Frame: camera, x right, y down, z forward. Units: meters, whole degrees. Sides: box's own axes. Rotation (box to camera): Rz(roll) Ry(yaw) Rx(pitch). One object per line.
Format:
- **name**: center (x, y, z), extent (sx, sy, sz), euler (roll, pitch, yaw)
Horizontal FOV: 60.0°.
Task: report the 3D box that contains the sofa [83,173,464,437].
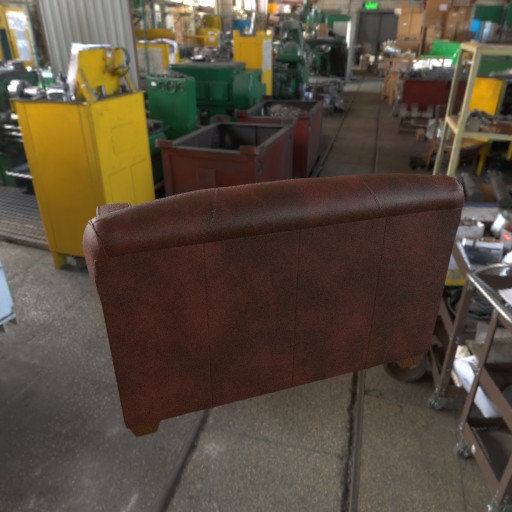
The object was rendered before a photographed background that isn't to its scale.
- **sofa**: center (0.000, 0.000, 2.082), extent (1.413, 0.956, 1.000), euler (-9, 29, -17)
